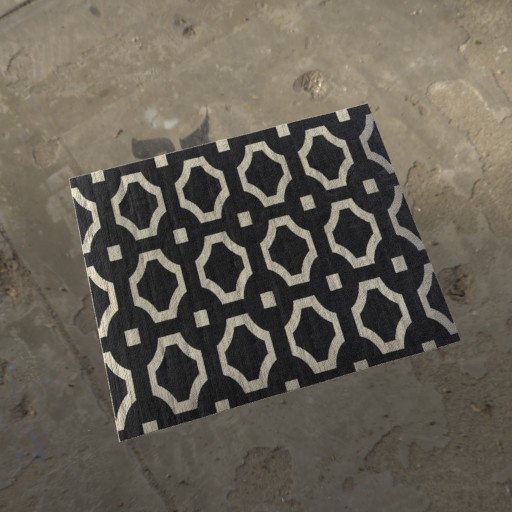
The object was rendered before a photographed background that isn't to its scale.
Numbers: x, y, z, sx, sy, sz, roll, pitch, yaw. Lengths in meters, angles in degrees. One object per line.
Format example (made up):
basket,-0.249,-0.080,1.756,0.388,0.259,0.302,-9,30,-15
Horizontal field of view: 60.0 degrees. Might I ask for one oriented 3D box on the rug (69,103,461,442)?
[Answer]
rug,0.000,0.000,4.077,3.049,0.021,2.466,-15,76,-4
